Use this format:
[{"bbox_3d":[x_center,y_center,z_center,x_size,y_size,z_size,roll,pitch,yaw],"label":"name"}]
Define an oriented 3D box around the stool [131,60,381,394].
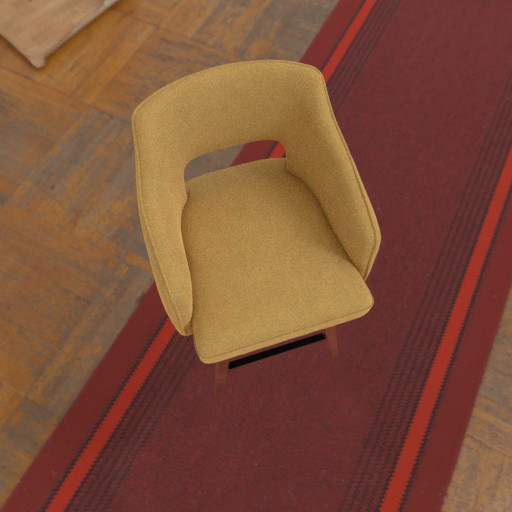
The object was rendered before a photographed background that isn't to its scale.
[{"bbox_3d":[0.000,0.000,1.295,0.548,0.924,0.558,-16,66,-7],"label":"stool"}]
